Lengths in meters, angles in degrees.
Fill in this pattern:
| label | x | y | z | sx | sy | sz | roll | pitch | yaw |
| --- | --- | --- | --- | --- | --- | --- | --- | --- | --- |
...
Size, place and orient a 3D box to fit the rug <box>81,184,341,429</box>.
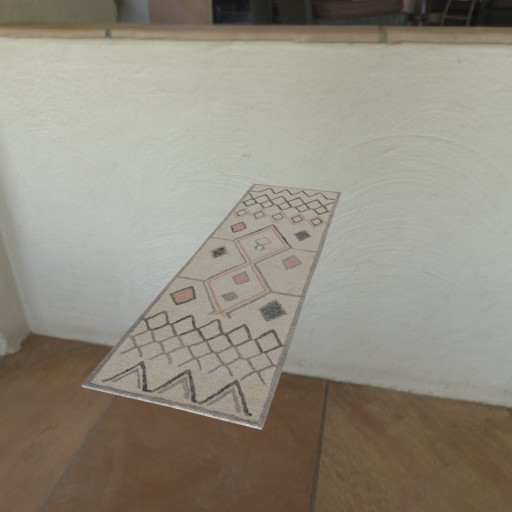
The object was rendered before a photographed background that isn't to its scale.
| label | x | y | z | sx | sy | sz | roll | pitch | yaw |
| --- | --- | --- | --- | --- | --- | --- | --- | --- | --- |
| rug | 0.000 | 0.000 | 2.694 | 0.750 | 0.011 | 2.435 | 8 | 30 | 14 |
